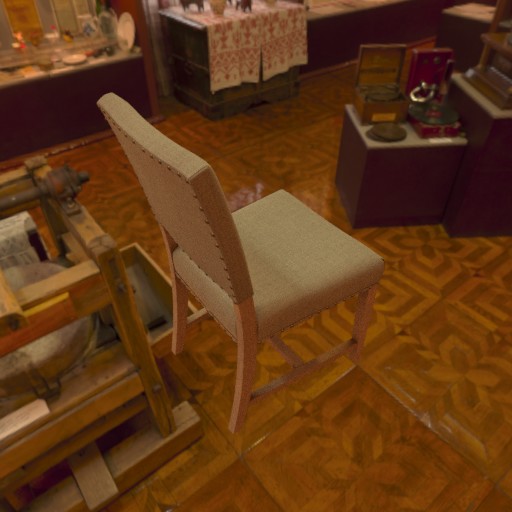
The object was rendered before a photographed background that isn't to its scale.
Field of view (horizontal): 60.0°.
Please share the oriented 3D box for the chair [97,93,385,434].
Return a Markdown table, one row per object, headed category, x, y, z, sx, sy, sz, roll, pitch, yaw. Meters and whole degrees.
| category | x | y | z | sx | sy | sz | roll | pitch | yaw |
| --- | --- | --- | --- | --- | --- | --- | --- | --- | --- |
| chair | 0.000 | 0.000 | 1.347 | 0.622 | 0.986 | 0.508 | -26 | 47 | -27 |
